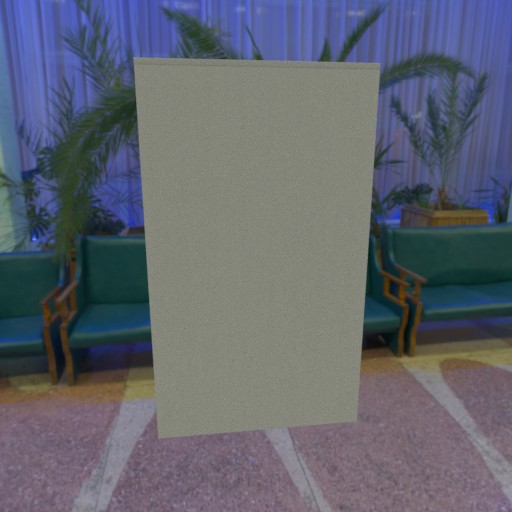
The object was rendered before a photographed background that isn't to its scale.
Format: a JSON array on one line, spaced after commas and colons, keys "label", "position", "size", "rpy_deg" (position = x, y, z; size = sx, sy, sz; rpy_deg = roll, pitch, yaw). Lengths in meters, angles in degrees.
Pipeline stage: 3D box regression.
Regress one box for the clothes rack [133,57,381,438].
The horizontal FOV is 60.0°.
[{"label": "clothes rack", "position": [0.000, 0.000, 1.614], "size": [0.750, 1.280, 0.250], "rpy_deg": [-2, 15, -8]}]
